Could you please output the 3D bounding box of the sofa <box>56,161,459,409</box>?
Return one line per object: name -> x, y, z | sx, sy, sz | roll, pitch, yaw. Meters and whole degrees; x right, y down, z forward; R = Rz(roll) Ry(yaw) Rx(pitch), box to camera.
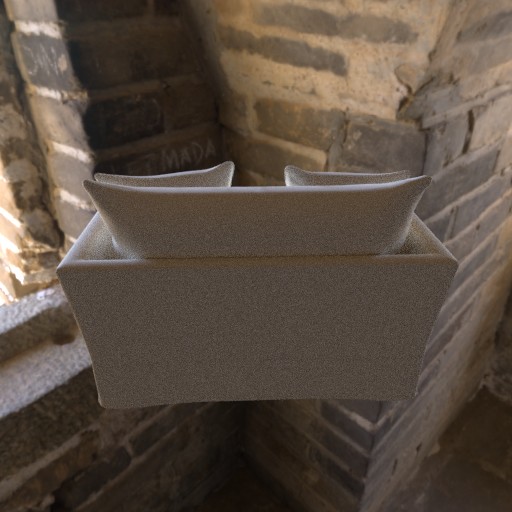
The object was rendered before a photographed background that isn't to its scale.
sofa -> 0.000, 0.000, 2.266 | 1.608, 1.039, 1.026 | -1, 28, -2
